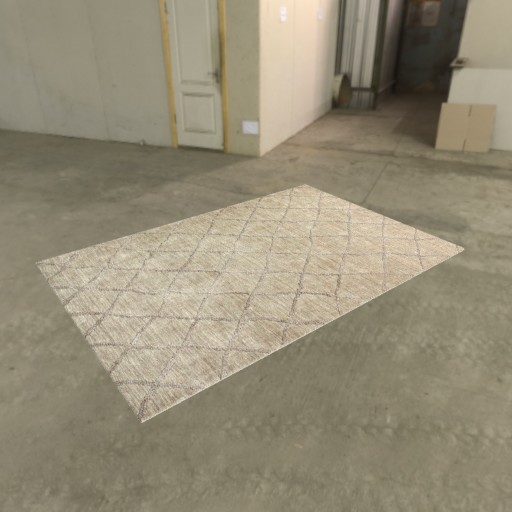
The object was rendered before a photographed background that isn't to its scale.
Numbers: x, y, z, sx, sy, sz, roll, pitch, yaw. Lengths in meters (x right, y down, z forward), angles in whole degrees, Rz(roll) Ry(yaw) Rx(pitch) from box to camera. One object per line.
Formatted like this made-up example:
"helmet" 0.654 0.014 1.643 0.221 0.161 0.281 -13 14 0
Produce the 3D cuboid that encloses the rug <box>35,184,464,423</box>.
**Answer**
"rug" 0.000 0.000 2.825 2.280 0.015 1.521 -21 35 -32
